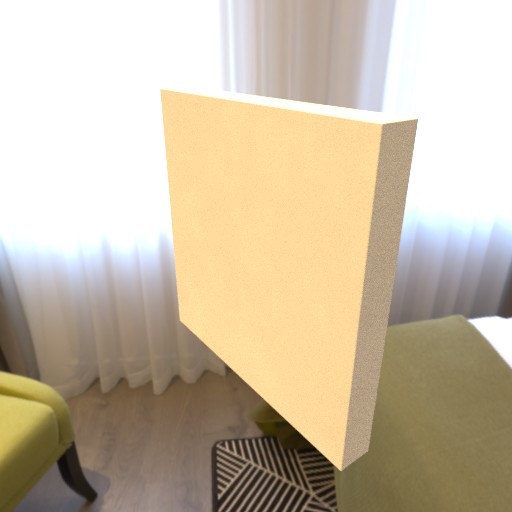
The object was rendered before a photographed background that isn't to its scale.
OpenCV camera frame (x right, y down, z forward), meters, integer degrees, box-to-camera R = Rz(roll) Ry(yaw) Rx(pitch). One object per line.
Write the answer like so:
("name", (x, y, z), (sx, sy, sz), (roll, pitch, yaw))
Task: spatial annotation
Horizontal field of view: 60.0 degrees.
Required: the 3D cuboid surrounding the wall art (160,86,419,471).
("wall art", (0.000, 0.000, 0.455), (0.038, 0.305, 0.305), (-18, 31, -33))
